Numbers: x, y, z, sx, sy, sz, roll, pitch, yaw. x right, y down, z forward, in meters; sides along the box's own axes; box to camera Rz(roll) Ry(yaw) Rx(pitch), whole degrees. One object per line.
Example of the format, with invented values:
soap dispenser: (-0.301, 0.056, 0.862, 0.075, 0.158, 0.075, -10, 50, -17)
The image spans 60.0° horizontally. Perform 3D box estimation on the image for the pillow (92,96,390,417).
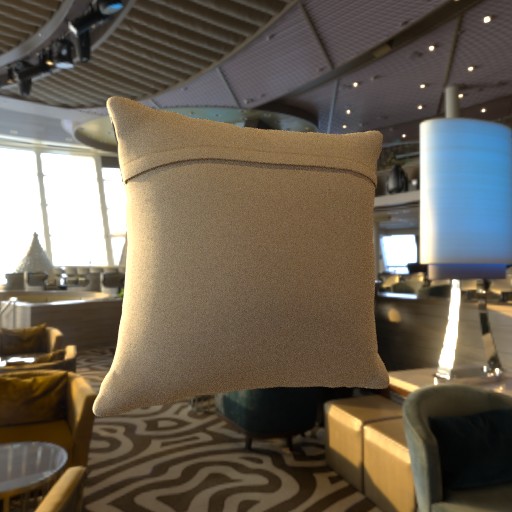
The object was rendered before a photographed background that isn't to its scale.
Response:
pillow: (0.000, 0.000, 0.779, 0.536, 0.506, 0.229, 0, -1, -18)
